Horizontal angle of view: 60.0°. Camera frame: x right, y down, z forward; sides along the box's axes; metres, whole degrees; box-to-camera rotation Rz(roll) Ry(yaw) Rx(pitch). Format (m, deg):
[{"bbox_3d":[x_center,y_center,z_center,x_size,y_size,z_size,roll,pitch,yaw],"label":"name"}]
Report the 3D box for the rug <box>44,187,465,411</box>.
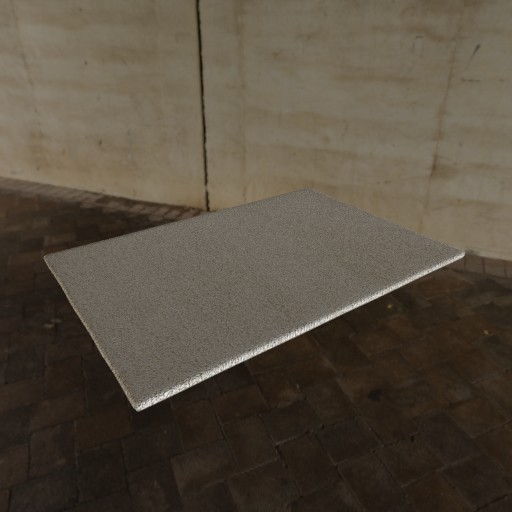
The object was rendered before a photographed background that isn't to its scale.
[{"bbox_3d":[0.000,0.000,2.260,1.778,0.030,1.219,-19,33,-31],"label":"rug"}]
